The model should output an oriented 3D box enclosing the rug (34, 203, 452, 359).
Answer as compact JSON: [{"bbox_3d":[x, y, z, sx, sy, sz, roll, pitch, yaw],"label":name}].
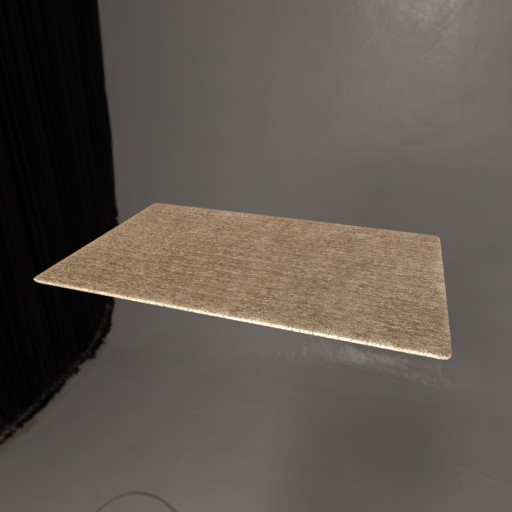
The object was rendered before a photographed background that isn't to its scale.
[{"bbox_3d":[0.000,0.000,3.098,2.469,0.024,1.539,8,27,16],"label":"rug"}]
